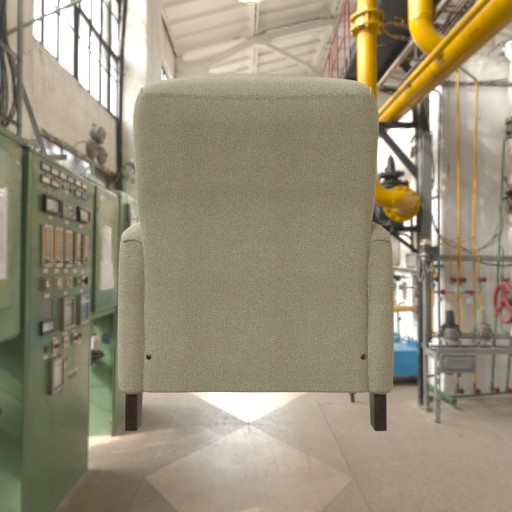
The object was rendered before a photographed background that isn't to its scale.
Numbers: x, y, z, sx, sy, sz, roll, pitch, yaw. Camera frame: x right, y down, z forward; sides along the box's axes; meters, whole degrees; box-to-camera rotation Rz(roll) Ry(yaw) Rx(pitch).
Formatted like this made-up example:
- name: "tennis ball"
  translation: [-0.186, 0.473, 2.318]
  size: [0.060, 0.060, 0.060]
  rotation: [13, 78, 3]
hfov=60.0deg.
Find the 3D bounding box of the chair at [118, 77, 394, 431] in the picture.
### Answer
- name: "chair"
  translation: [0.000, 0.000, 1.606]
  size: [0.850, 1.006, 0.853]
  rotation: [0, -1, 0]
